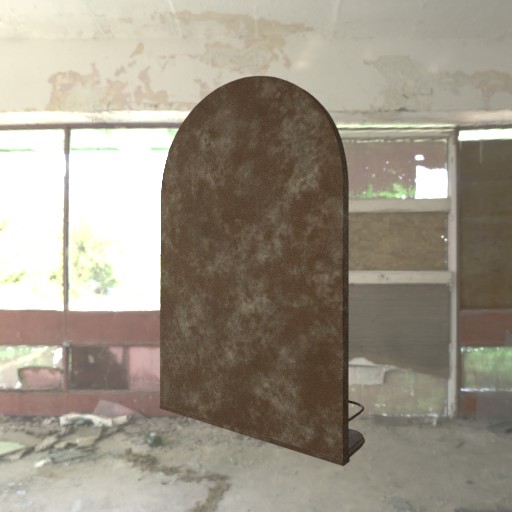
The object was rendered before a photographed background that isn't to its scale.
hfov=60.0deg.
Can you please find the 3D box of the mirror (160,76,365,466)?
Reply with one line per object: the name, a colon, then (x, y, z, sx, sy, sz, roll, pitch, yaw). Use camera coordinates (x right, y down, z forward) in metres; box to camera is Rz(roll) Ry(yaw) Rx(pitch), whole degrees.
mirror: (0.000, 0.000, 1.020, 0.510, 0.770, 0.137, 0, 0, 37)
